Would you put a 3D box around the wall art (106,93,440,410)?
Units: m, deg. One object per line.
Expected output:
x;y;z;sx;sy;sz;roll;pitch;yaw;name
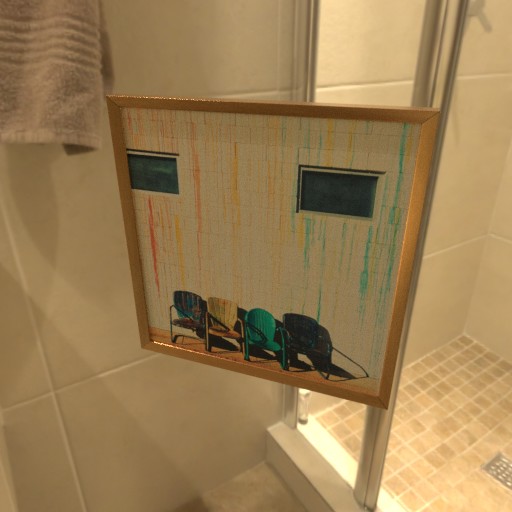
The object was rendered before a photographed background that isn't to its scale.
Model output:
0.000;0.000;0.455;0.302;0.302;0.019;9;28;18;wall art
